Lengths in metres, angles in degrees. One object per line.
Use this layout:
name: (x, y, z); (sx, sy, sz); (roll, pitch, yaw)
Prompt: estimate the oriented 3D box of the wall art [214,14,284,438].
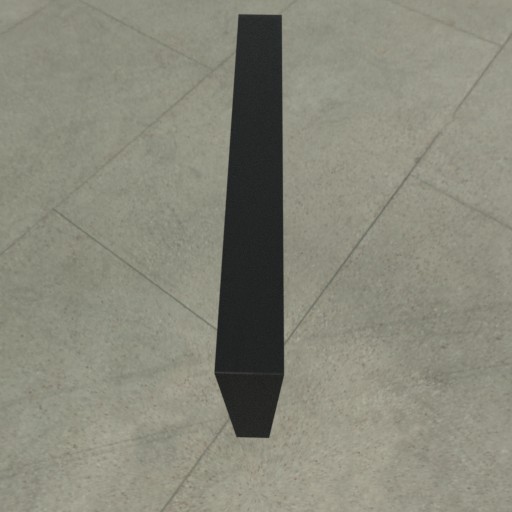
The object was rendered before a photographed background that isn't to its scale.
wall art: (0.000, 0.000, 0.441); (0.037, 0.305, 0.305); (1, 62, 1)
